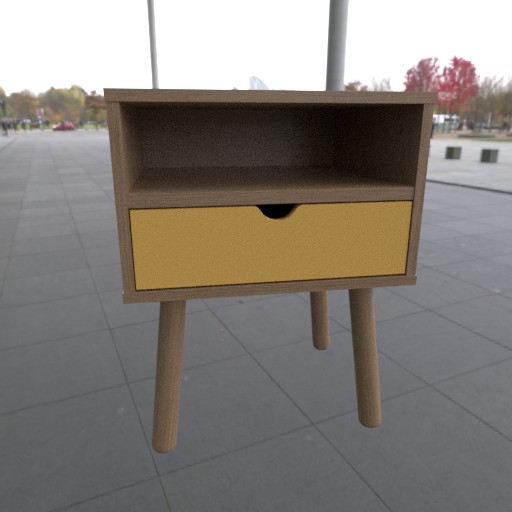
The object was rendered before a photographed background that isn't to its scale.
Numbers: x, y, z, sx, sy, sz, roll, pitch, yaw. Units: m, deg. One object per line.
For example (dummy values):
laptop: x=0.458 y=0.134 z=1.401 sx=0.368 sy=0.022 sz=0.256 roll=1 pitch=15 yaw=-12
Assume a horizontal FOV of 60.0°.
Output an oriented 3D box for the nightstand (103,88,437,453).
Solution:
nightstand: x=0.000 y=0.000 z=0.846 sx=0.450 sy=0.571 sz=0.380 roll=-3 pitch=17 yaw=-9
